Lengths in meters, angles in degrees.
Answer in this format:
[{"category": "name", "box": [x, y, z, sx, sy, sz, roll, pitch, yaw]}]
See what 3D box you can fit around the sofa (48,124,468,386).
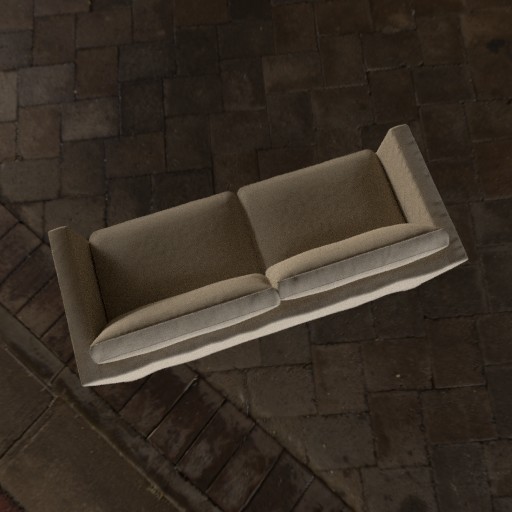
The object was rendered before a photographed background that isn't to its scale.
[{"category": "sofa", "box": [0.000, 0.000, 2.823, 2.296, 0.847, 0.956, -18, 77, -4]}]
